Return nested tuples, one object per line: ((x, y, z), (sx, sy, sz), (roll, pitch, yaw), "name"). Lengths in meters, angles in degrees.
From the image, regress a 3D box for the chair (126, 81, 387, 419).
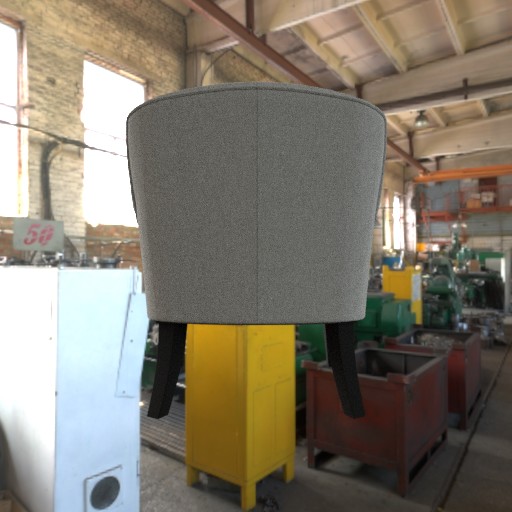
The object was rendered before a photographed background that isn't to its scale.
((0.000, 0.000, 1.475), (0.772, 0.880, 0.755), (0, -1, 0), "chair")
